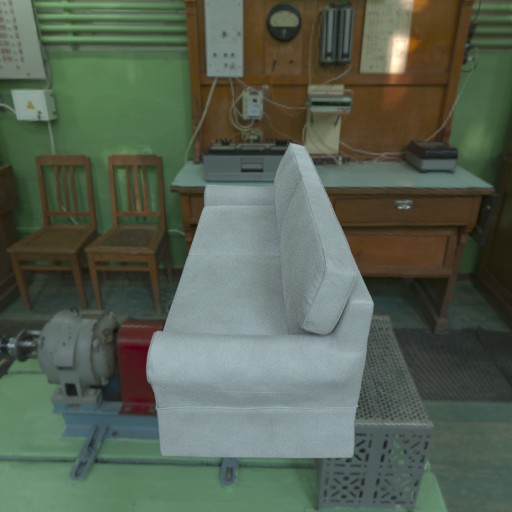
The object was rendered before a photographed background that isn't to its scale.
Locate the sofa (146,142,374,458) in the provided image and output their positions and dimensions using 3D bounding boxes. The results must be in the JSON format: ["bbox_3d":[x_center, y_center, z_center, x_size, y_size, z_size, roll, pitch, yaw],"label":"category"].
[{"bbox_3d":[0.000,0.000,2.724,0.900,1.014,2.246,0,26,0],"label":"sofa"}]
